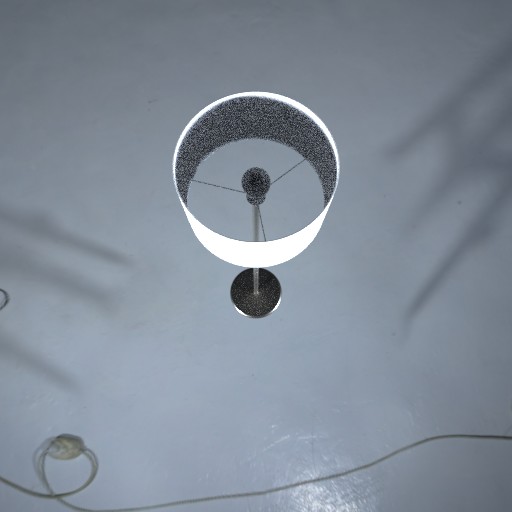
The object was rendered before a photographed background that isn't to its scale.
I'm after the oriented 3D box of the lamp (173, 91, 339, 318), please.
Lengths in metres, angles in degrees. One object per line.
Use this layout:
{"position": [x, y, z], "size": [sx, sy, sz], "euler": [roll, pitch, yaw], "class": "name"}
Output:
{"position": [0.000, 0.000, 1.617], "size": [0.347, 1.443, 0.347], "euler": [-11, 75, -3], "class": "lamp"}
